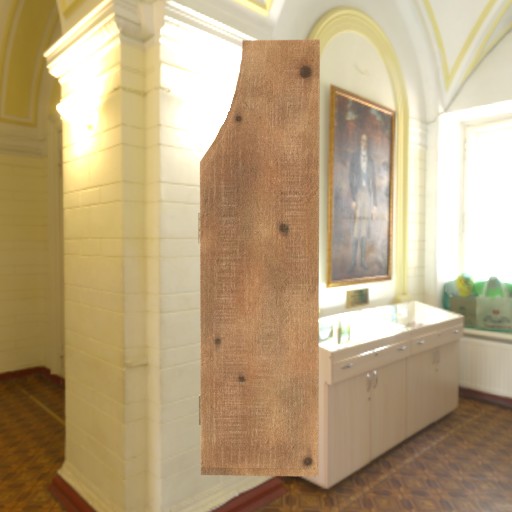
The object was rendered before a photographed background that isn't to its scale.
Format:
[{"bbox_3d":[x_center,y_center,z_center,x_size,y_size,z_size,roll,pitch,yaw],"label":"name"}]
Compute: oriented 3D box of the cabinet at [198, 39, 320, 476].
[{"bbox_3d":[0.000,0.000,0.845,0.184,0.590,0.489,0,1,2],"label":"cabinet"}]
